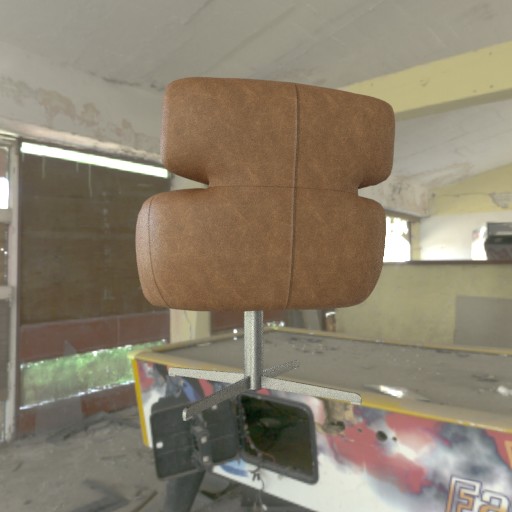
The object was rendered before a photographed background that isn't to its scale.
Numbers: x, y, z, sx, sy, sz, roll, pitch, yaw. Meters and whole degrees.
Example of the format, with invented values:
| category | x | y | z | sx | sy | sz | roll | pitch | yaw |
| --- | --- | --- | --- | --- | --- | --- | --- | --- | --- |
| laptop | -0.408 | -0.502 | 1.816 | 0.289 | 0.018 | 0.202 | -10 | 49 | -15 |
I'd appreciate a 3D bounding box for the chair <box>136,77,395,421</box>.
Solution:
| category | x | y | z | sx | sy | sz | roll | pitch | yaw |
| --- | --- | --- | --- | --- | --- | --- | --- | --- | --- |
| chair | 0.000 | 0.000 | 1.347 | 0.706 | 0.812 | 0.715 | 0 | -2 | -15 |
